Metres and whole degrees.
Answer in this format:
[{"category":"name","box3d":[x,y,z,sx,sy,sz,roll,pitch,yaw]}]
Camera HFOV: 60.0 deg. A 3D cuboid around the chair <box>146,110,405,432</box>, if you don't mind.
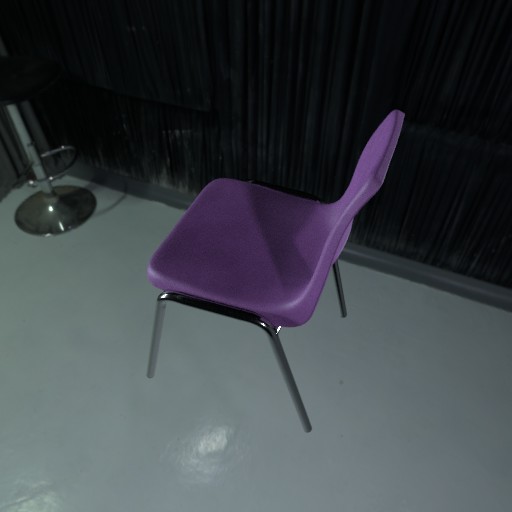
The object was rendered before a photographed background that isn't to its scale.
[{"category":"chair","box3d":[0.000,0.000,0.915,0.432,0.654,0.381,16,48,15]}]
